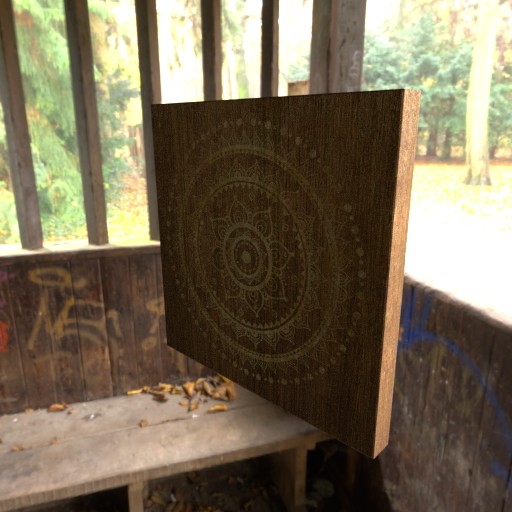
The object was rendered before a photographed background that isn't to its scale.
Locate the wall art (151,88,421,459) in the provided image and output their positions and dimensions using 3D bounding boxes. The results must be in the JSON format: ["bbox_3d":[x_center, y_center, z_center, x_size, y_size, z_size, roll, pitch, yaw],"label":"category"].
[{"bbox_3d":[0.000,0.000,0.602,0.406,0.403,0.039,15,22,41],"label":"wall art"}]
